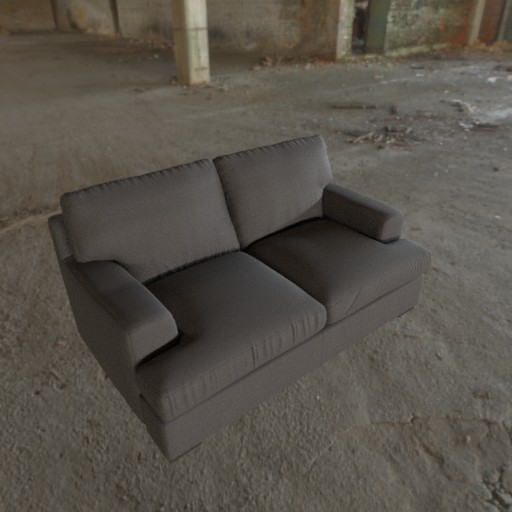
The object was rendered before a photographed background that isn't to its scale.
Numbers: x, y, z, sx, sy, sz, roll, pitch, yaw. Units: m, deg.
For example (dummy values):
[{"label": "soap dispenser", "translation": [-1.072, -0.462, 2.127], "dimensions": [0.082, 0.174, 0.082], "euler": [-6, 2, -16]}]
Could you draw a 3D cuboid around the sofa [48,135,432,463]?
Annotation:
[{"label": "sofa", "translation": [0.000, 0.000, 2.487], "dimensions": [1.880, 0.940, 1.143], "euler": [-22, 36, -33]}]
